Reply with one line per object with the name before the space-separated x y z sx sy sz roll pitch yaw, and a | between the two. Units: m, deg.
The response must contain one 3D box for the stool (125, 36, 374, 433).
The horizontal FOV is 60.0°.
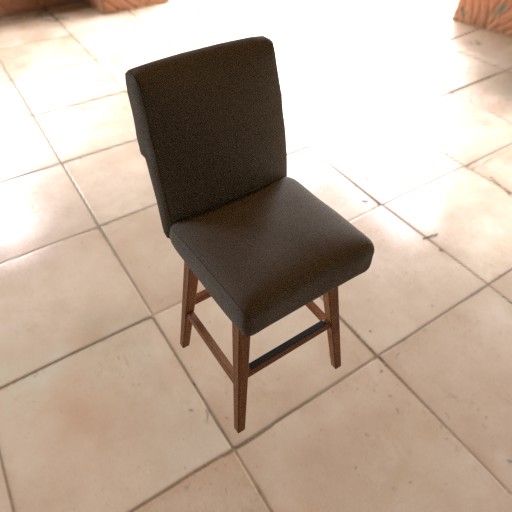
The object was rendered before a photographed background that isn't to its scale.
stool | 0.000 0.000 1.399 0.483 1.112 0.570 -26 52 -23
